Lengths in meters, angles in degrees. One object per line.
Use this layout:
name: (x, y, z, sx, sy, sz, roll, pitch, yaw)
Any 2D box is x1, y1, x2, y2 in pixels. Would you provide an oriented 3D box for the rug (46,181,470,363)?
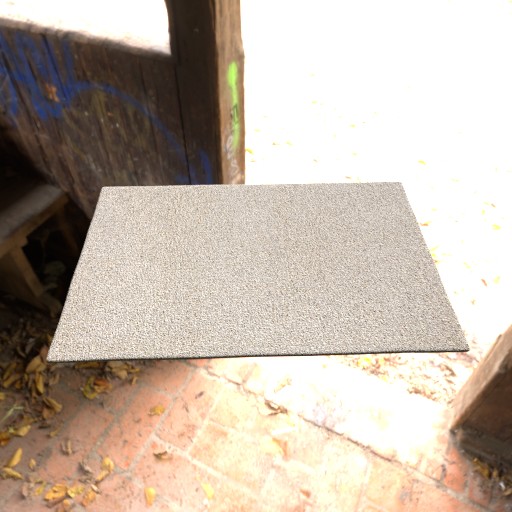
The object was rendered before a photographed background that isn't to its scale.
rug: (0.000, 0.000, 3.457, 2.743, 0.030, 1.778, -1, 47, -1)
